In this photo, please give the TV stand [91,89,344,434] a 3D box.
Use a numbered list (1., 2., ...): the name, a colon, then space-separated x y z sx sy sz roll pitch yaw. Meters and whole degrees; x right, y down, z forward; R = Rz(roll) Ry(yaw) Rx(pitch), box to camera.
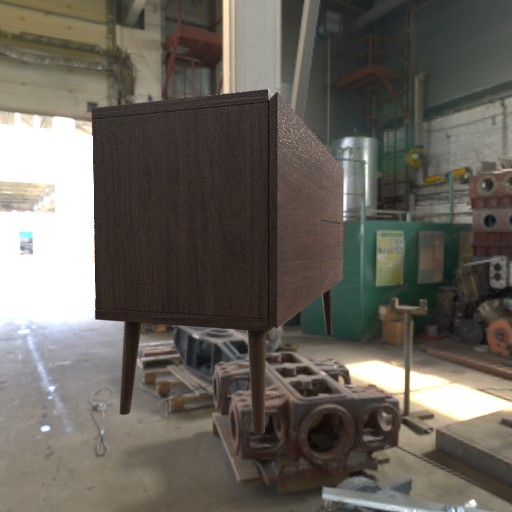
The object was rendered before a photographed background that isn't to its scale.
1. TV stand: 0.000 0.000 1.352 0.405 0.660 0.990 1 3 18
